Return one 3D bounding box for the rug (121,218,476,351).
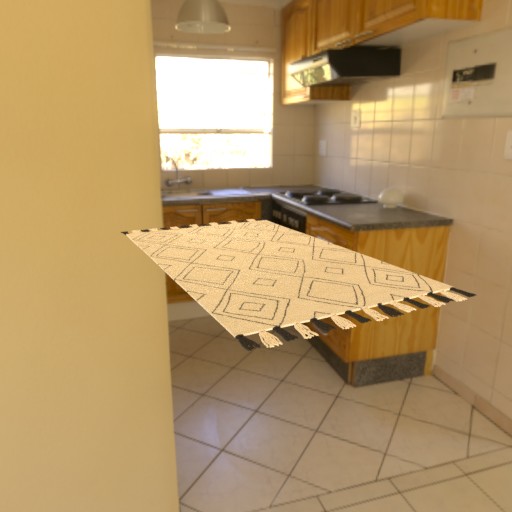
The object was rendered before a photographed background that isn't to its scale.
[{"bbox_3d":[0.000,0.000,3.426,1.524,0.021,2.755,-8,17,-26],"label":"rug"}]
